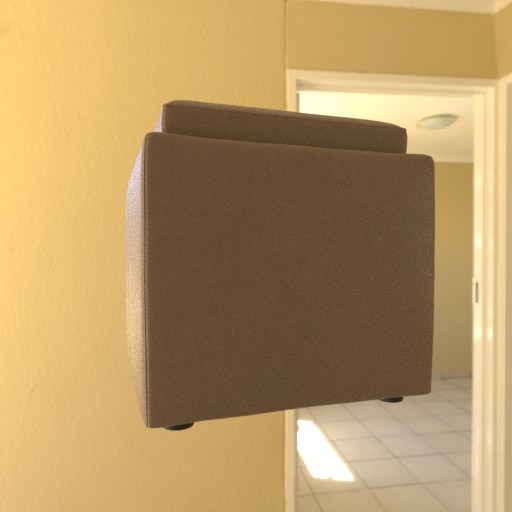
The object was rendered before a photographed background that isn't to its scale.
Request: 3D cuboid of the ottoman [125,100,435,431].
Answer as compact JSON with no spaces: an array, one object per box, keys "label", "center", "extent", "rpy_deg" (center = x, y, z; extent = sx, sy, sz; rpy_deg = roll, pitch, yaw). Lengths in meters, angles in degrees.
[{"label":"ottoman","center":[0.000,0.000,0.819],"extent":[0.451,0.460,0.450],"rpy_deg":[0,1,-19]}]
